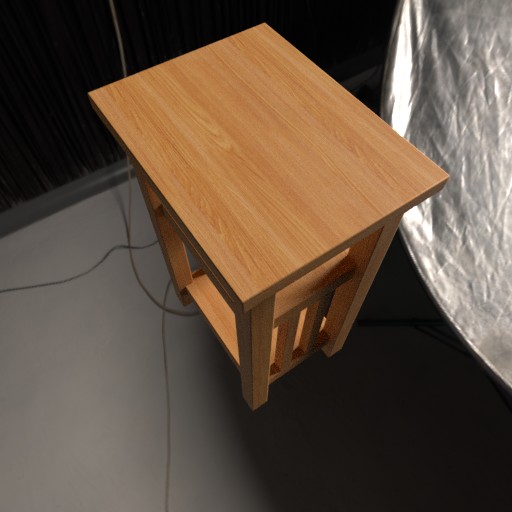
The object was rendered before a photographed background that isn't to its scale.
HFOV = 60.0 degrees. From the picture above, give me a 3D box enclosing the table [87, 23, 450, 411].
[{"bbox_3d":[0.000,0.000,0.748,0.270,0.550,0.350,-30,63,-17],"label":"table"}]
